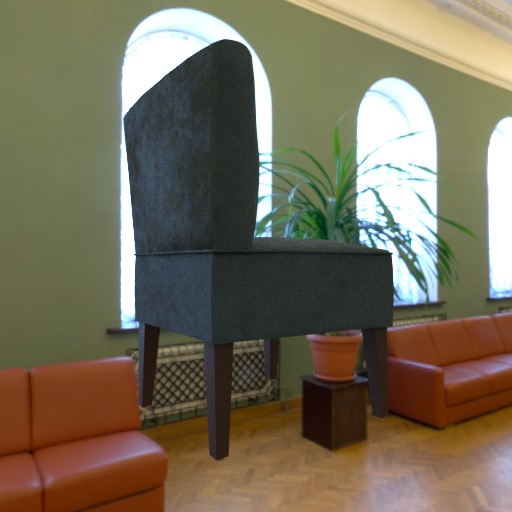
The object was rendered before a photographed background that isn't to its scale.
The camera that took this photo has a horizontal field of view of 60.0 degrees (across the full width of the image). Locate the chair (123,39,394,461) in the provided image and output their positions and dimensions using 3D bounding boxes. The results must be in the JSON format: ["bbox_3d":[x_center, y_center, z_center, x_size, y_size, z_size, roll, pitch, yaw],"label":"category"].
[{"bbox_3d":[0.000,0.000,1.155,0.551,0.806,0.521,1,-1,-35],"label":"chair"}]
